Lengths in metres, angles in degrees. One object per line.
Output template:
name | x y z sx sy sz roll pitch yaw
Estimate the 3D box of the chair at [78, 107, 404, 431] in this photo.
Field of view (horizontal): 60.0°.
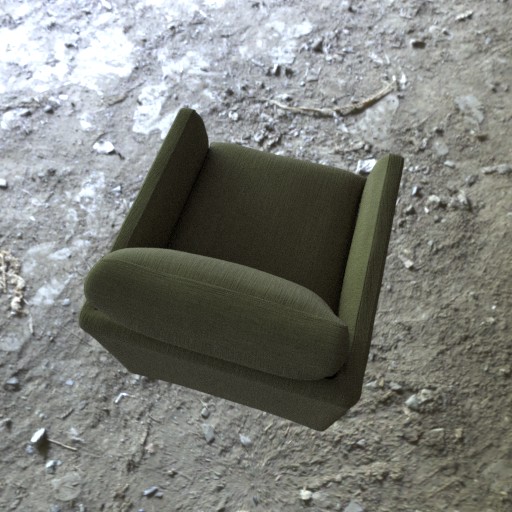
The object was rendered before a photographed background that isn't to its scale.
chair | 0.000 0.000 1.439 0.763 0.811 0.834 15 64 7
